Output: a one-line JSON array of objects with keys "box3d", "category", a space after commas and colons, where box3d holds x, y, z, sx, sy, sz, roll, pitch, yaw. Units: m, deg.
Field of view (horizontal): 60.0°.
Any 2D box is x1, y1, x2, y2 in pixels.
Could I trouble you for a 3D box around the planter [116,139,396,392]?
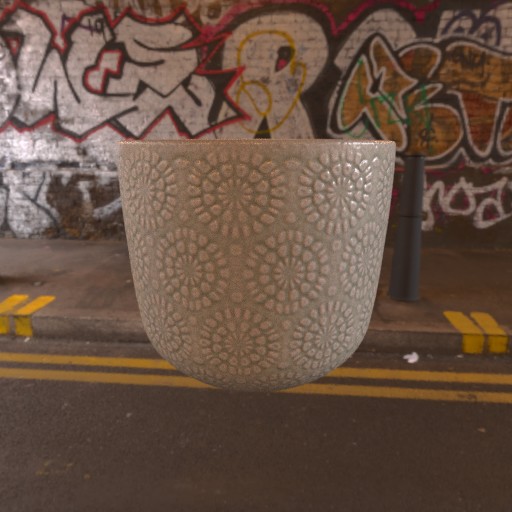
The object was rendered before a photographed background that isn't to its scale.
[{"box3d": [0.000, 0.000, 0.218, 0.124, 0.109, 0.124, 0, 14, 0], "category": "planter"}]
